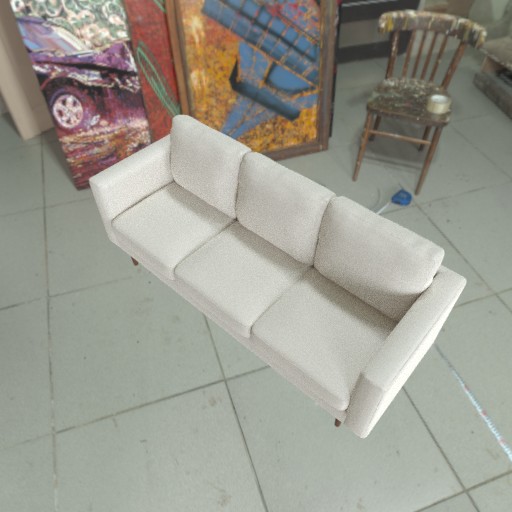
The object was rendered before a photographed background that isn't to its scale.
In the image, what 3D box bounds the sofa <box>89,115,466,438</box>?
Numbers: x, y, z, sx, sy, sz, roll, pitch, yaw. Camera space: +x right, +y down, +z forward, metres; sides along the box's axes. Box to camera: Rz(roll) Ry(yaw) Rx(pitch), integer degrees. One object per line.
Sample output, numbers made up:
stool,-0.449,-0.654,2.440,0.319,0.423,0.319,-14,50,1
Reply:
sofa,0.000,0.000,2.553,2.029,0.912,0.802,33,56,26
